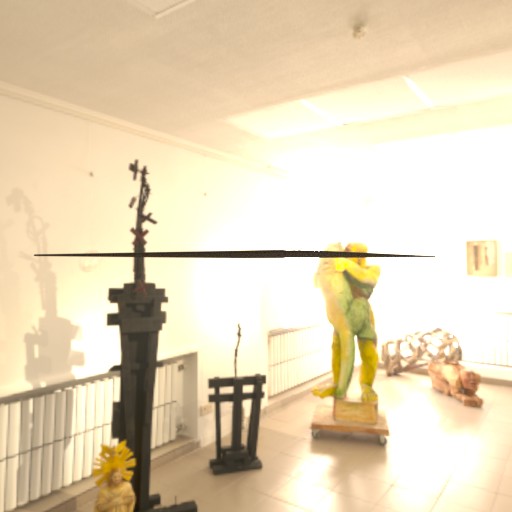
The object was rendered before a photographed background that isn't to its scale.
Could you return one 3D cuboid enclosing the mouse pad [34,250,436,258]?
[{"bbox_3d":[0.000,0.000,0.630,0.393,0.002,0.451,-1,-1,35],"label":"mouse pad"}]
